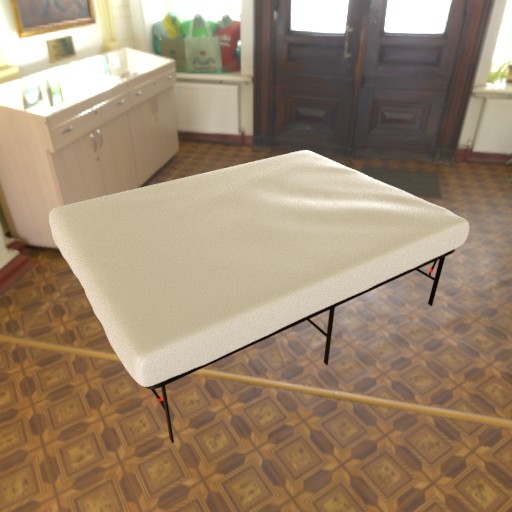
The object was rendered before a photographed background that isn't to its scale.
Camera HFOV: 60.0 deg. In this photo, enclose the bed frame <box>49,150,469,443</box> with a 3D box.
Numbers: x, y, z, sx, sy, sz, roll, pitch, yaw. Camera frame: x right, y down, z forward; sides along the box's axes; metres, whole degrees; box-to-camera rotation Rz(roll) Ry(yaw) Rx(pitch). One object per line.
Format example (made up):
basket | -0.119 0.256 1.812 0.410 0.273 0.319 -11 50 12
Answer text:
bed frame | 0.000 0.000 2.856 2.151 0.667 1.584 -19 37 -28
